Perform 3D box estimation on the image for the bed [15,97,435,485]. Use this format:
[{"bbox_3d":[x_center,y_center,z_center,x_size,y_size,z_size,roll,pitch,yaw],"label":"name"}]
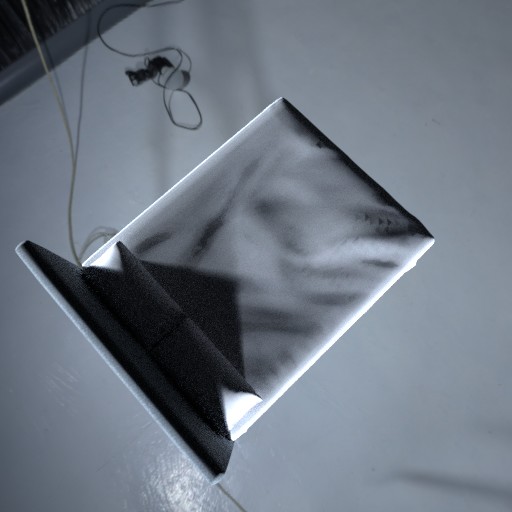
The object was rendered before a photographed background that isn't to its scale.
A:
[{"bbox_3d":[0.000,0.000,3.078,2.142,1.330,1.713,-42,80,-9],"label":"bed"}]
